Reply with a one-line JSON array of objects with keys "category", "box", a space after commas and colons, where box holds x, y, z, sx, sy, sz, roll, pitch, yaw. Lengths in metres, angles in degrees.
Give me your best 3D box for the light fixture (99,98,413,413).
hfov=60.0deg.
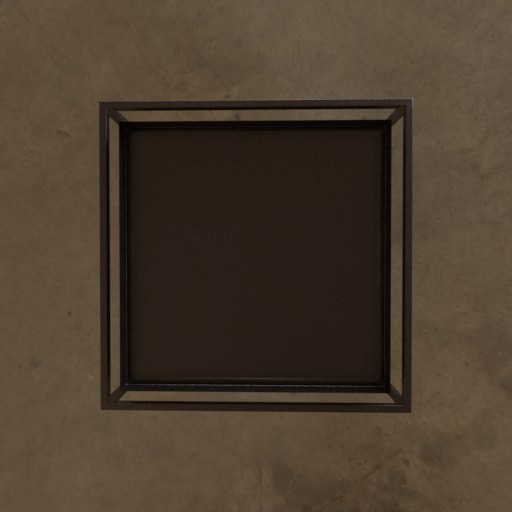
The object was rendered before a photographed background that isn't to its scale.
[{"category": "light fixture", "box": [0.000, 0.000, 0.691, 0.441, 0.191, 0.441, 0, 91, 1]}]
